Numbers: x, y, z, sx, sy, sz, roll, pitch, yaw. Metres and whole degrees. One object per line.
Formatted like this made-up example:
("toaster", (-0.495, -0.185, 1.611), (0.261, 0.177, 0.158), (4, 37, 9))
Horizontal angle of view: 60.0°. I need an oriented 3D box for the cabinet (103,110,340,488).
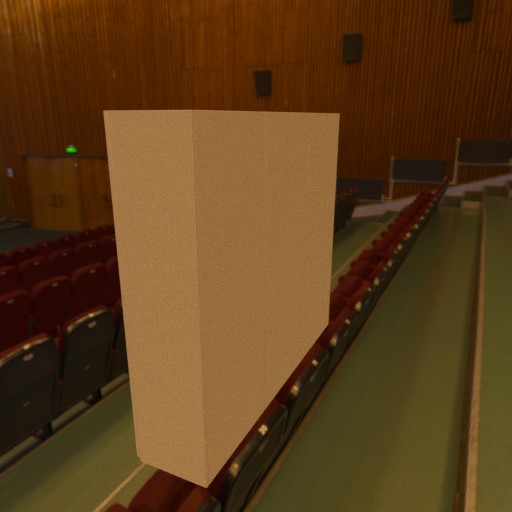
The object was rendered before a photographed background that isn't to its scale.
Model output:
("cabinet", (0.000, 0.000, 3.851), (0.590, 2.370, 2.700), (8, 19, 25))
